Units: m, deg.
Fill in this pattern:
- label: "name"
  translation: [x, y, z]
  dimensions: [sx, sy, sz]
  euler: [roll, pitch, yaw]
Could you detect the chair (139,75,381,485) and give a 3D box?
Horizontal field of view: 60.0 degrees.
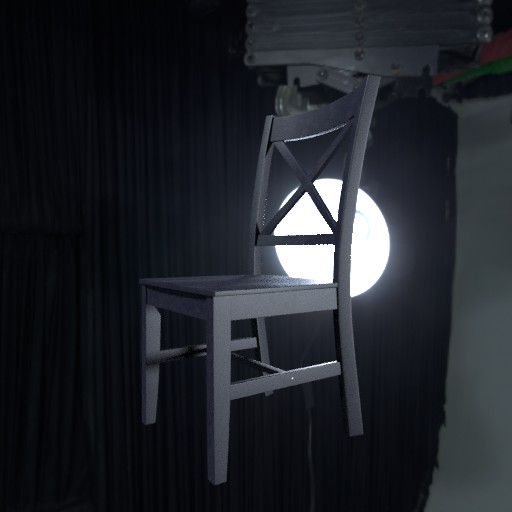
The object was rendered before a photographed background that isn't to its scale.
- label: "chair"
  translation: [0.000, 0.000, 1.276]
  dimensions: [0.542, 0.983, 0.485]
  euler: [-1, 1, -35]
